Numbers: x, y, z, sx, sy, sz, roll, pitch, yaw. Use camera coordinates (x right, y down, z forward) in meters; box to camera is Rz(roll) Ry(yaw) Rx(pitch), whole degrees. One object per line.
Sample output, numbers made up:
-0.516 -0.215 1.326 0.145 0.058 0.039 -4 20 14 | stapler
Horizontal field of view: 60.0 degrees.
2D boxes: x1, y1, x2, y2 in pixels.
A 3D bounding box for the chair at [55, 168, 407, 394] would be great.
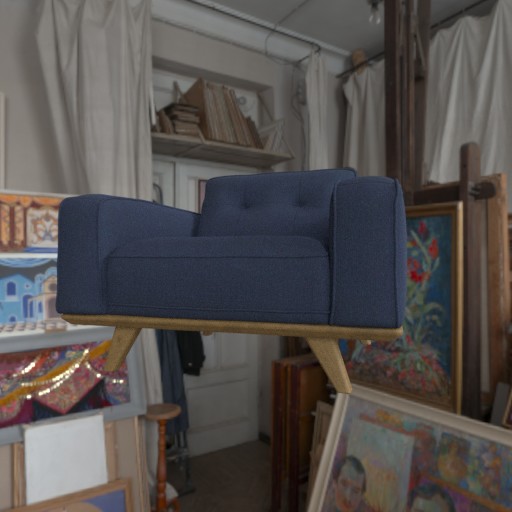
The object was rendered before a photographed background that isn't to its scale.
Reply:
0.000 0.000 1.739 1.118 0.783 0.953 0 -1 18 | chair
